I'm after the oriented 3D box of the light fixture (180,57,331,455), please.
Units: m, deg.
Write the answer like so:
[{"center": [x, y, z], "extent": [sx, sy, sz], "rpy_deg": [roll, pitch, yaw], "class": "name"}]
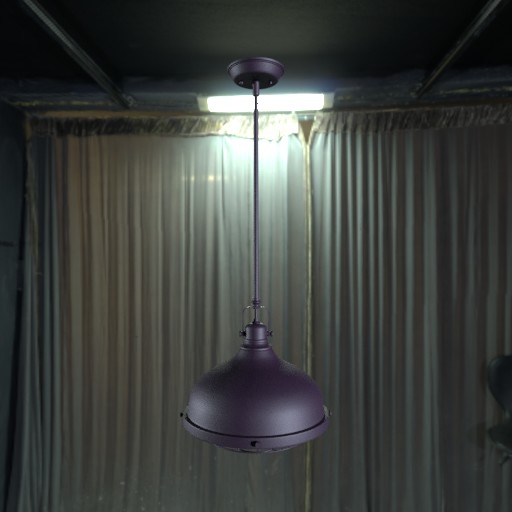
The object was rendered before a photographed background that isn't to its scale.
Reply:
[{"center": [0.000, 0.000, 1.007], "extent": [0.341, 0.849, 0.341], "rpy_deg": [0, -1, -2], "class": "light fixture"}]
